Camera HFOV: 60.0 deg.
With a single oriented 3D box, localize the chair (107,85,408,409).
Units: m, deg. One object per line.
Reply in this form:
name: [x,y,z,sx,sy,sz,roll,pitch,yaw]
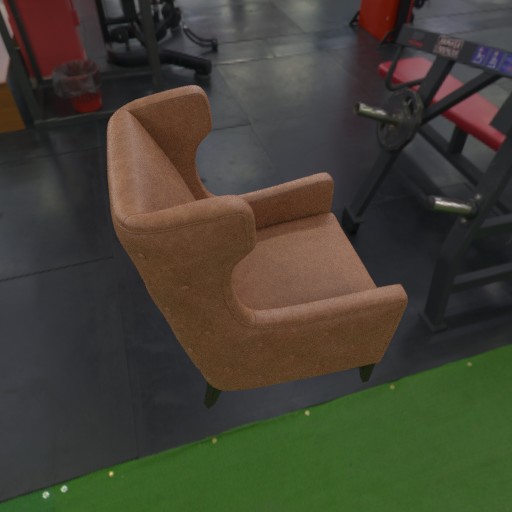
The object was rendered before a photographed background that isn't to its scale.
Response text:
chair: [0.000,0.000,1.691,0.899,1.079,0.766,-11,47,-10]
